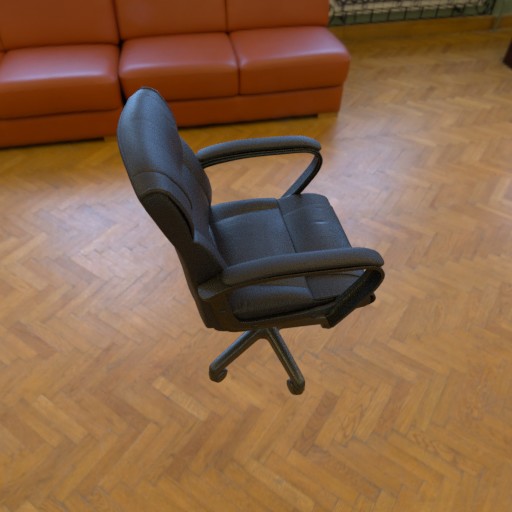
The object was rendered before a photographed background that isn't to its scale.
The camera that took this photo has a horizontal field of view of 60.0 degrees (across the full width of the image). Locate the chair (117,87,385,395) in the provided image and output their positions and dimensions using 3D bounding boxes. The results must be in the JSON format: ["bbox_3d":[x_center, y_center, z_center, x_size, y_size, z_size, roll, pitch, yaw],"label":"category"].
[{"bbox_3d":[0.000,0.000,1.393,0.641,0.998,0.576,-9,48,-8],"label":"chair"}]
